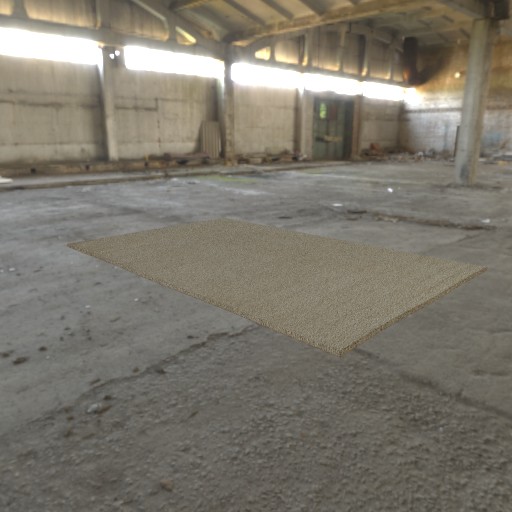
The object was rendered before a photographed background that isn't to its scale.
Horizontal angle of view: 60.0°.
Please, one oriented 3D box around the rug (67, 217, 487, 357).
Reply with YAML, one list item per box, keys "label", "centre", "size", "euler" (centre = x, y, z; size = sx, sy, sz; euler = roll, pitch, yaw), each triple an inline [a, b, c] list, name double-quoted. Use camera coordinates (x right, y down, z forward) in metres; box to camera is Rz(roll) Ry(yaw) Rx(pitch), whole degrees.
- label: "rug"
  centre: [0.000, 0.000, 2.893]
  size: [2.346, 0.025, 1.500]
  euler: [15, 21, 43]
